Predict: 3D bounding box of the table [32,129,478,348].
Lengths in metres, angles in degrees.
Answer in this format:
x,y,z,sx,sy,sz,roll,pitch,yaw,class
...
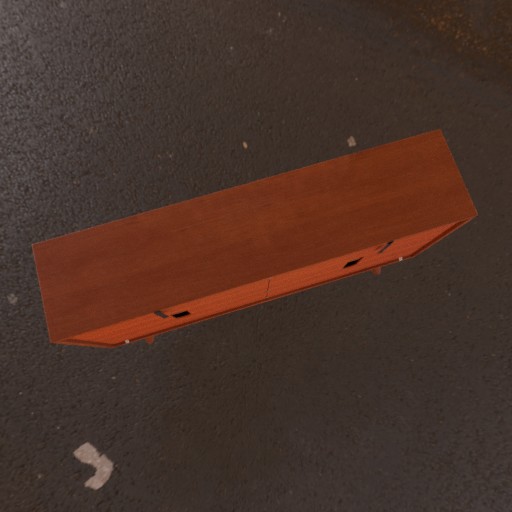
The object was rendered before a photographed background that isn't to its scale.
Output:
x,y,z,sx,sy,sz,roll,pitch,yaw,class
0.000,0.000,1.578,1.220,0.698,0.308,-16,77,-4,table
